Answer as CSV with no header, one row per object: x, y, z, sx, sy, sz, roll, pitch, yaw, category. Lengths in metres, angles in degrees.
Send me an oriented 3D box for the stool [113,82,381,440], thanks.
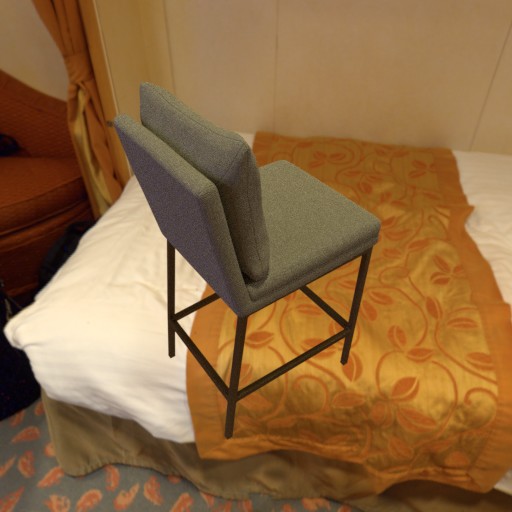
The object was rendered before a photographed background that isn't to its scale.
0.000,0.000,1.366,0.569,1.031,0.463,-25,47,-26,stool
